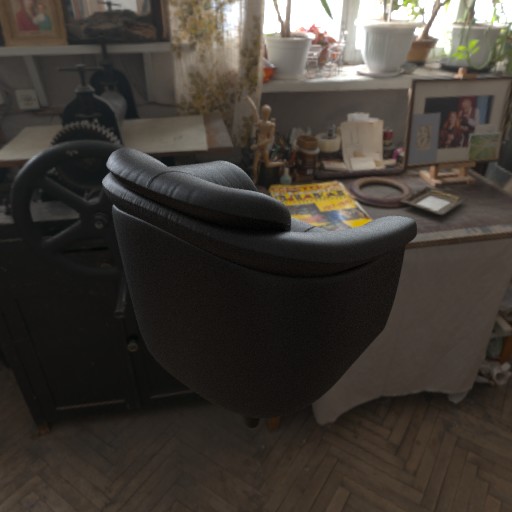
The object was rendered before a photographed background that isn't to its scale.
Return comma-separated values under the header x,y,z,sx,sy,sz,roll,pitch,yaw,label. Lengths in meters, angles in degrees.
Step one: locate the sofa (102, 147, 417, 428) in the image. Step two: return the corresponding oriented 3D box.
x,y,z,sx,sy,sz,roll,pitch,yaw,label
0.000,0.000,1.494,0.870,0.811,0.794,24,40,33,sofa
